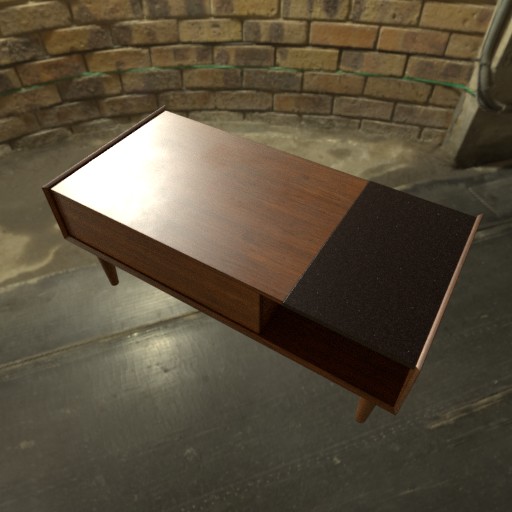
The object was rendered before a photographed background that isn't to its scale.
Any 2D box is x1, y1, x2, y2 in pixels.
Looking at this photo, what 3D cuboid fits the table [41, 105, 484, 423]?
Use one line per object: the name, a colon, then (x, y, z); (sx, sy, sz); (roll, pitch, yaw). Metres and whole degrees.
table: (0.000, 0.000, 1.550); (1.221, 0.508, 0.610); (24, 52, 21)
